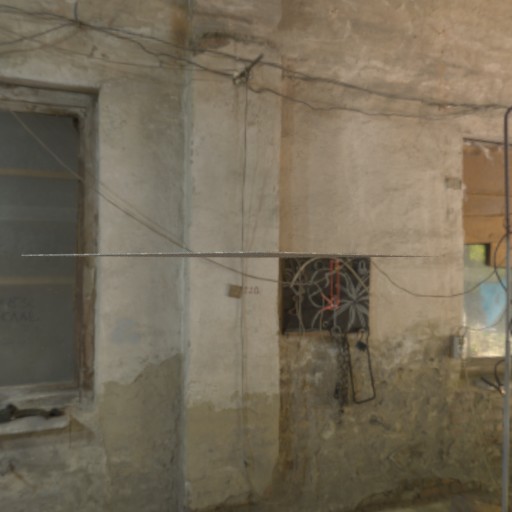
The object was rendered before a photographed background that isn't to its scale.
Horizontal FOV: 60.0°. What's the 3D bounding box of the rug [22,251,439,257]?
[{"bbox_3d":[0.000,0.000,3.841,2.283,0.006,2.892,0,-1,37],"label":"rug"}]
